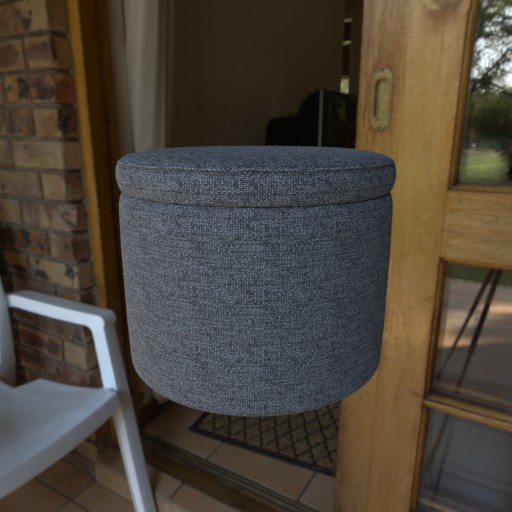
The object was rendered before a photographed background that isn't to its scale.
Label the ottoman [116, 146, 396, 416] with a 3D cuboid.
[{"bbox_3d":[0.000,0.000,0.901,0.520,0.430,0.520,0,16,0],"label":"ottoman"}]
